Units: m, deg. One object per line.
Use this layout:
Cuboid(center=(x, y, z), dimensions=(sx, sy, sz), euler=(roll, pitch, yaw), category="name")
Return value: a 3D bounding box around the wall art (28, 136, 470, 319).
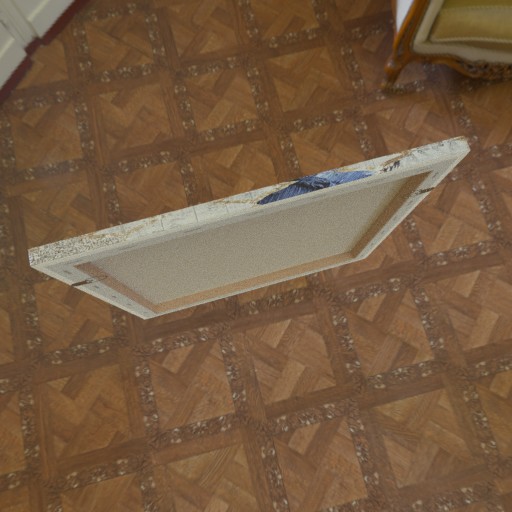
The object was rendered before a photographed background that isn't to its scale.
Cuboid(center=(0.000, 0.000, 1.324), dimensions=(0.912, 0.914, 0.039), euler=(-15, 76, -4), category="wall art")
